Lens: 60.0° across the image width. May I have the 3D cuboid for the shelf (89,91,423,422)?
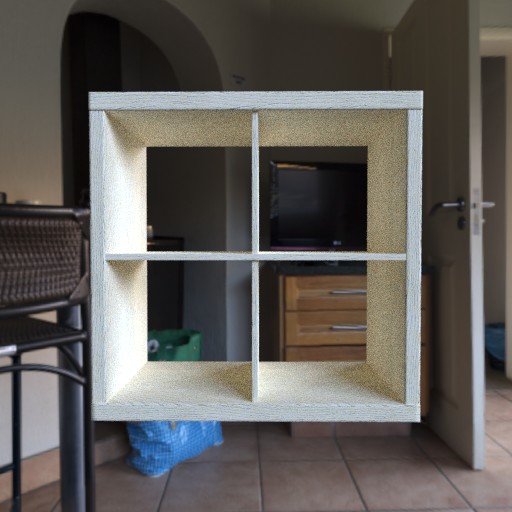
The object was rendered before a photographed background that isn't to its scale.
[{"bbox_3d":[0.000,0.000,1.251,0.790,0.786,0.390,0,1,1],"label":"shelf"}]
